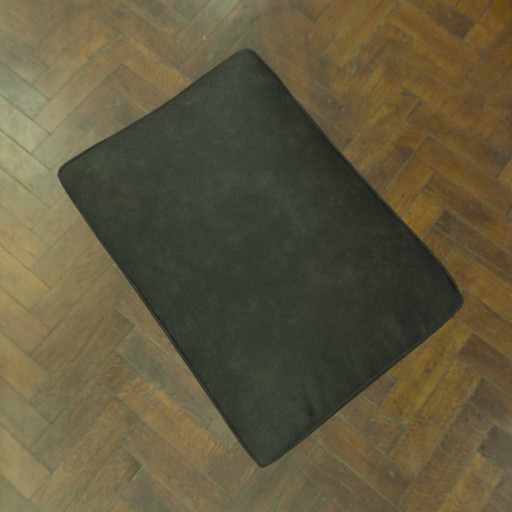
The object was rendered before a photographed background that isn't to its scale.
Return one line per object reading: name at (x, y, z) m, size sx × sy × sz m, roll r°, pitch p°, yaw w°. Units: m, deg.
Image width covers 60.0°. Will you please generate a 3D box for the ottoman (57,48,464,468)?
ottoman at (0.000, 0.000, 0.964) m, size 0.501 × 0.413 × 0.665 m, roll -36°, pitch 79°, yaw -8°
